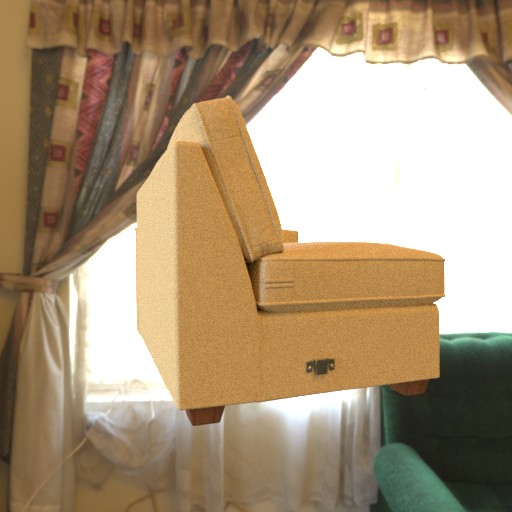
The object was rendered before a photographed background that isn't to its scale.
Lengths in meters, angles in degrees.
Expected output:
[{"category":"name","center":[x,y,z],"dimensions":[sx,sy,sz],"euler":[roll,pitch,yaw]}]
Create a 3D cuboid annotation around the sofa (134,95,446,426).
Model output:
[{"category":"sofa","center":[0.000,0.000,2.051],"dimensions":[0.991,0.989,1.388],"euler":[0,1,-20]}]
